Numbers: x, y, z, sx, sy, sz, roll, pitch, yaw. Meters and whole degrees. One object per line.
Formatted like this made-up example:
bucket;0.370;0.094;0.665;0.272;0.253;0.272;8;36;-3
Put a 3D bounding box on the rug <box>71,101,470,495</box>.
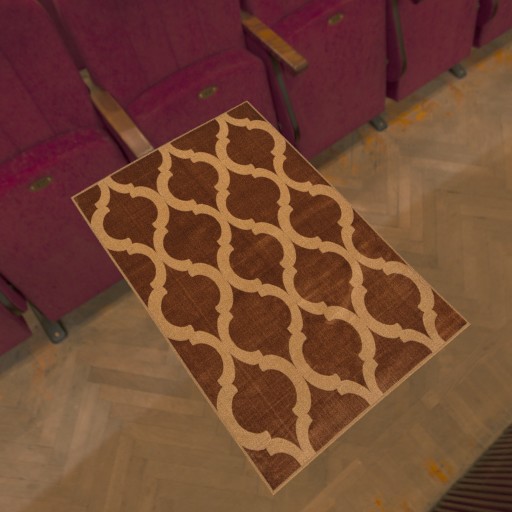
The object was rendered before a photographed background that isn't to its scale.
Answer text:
rug;0.000;0.000;2.878;1.526;0.014;2.290;-34;68;-15
